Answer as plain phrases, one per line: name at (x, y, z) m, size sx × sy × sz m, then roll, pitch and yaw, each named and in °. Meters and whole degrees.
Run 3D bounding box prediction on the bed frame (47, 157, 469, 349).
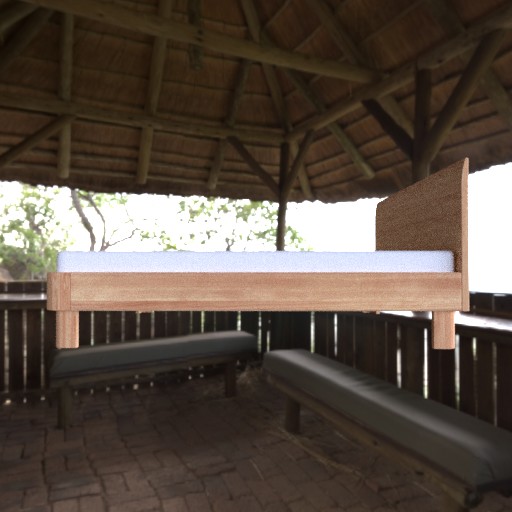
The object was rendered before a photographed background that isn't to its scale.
bed frame at (0.000, 0.000, 2.996) m, size 2.092 × 0.940 × 1.660 m, roll 0°, pitch -1°, yaw 1°
